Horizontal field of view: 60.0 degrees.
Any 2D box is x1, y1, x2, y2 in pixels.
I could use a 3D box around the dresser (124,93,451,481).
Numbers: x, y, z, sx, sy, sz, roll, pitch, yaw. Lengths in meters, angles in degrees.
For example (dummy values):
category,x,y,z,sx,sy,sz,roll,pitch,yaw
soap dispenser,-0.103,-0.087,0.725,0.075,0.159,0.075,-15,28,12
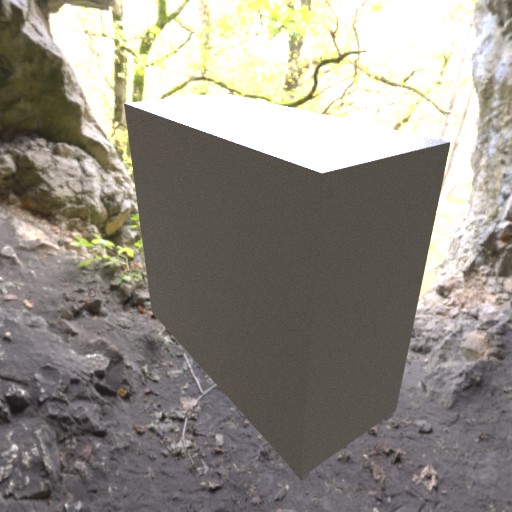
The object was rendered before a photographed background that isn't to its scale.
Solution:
category,x,y,z,sx,sy,sz,roll,pitch,yaw
dresser,0.000,0.000,1.663,0.460,1.000,1.100,-19,33,-31
